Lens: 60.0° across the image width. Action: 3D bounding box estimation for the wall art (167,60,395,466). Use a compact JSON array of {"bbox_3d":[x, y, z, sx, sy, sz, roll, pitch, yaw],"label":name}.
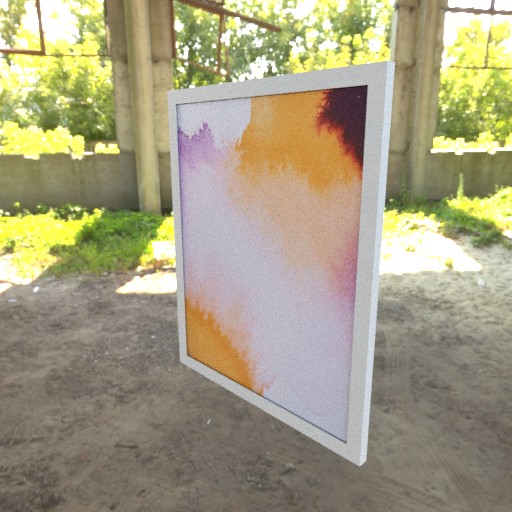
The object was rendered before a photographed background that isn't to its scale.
[{"bbox_3d":[0.000,0.000,1.090,0.026,0.811,0.661,-14,20,-43],"label":"wall art"}]
